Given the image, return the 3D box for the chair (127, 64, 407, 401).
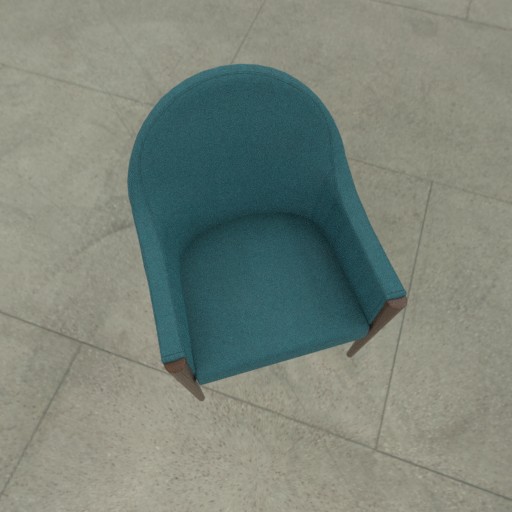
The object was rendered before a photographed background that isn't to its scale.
[{"bbox_3d":[0.000,0.000,1.375,0.656,0.907,0.652,-14,64,-7],"label":"chair"}]
